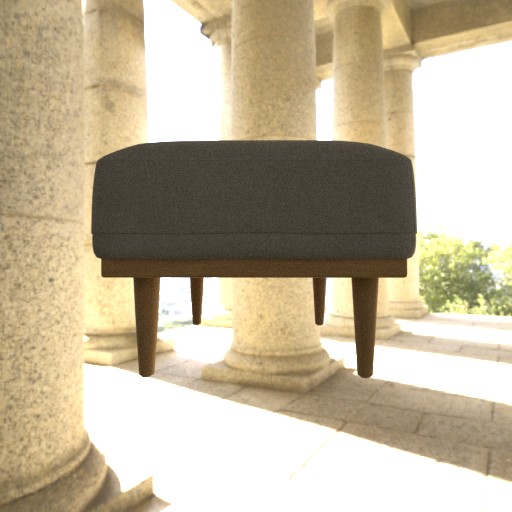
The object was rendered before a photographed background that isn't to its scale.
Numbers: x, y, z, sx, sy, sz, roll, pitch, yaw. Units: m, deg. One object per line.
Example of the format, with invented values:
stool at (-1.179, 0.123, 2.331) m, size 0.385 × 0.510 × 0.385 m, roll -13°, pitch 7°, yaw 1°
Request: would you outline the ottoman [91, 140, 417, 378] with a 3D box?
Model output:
ottoman at (0.000, 0.000, 1.082) m, size 0.549 × 0.428 × 0.749 m, roll 0°, pitch 0°, yaw 1°
